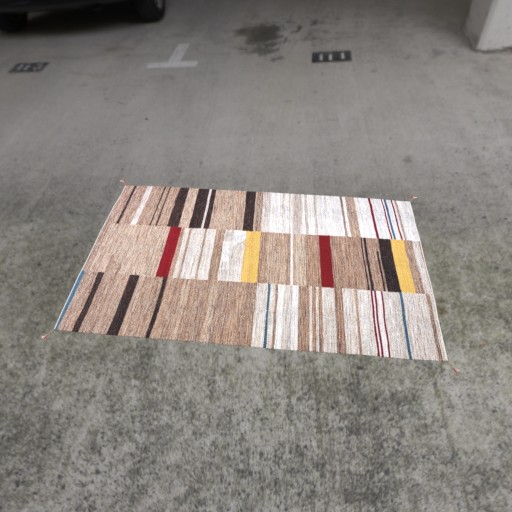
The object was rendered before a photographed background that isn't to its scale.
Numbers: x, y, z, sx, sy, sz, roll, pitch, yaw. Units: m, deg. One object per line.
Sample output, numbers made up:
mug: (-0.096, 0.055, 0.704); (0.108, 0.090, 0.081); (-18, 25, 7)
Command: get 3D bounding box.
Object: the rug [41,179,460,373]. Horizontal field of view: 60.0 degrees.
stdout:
rug: (0.000, 0.000, 2.416); (1.918, 0.007, 1.268); (4, 45, 4)
